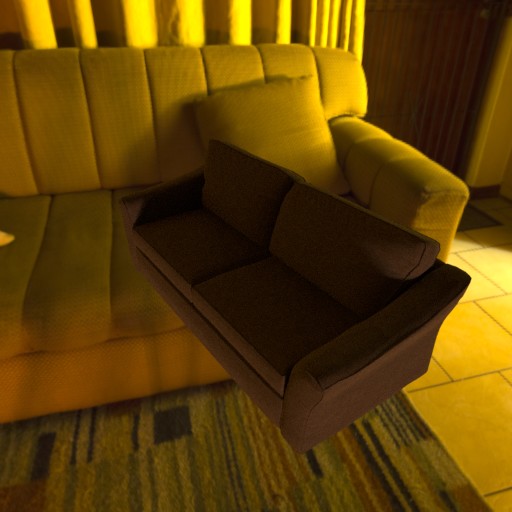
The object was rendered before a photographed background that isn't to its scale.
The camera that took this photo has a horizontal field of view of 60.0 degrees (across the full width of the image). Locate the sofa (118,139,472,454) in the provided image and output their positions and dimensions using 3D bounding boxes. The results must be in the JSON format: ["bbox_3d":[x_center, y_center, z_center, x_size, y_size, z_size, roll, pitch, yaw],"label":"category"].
[{"bbox_3d":[0.000,0.000,2.793,0.971,0.950,2.270,-21,37,-30],"label":"sofa"}]
